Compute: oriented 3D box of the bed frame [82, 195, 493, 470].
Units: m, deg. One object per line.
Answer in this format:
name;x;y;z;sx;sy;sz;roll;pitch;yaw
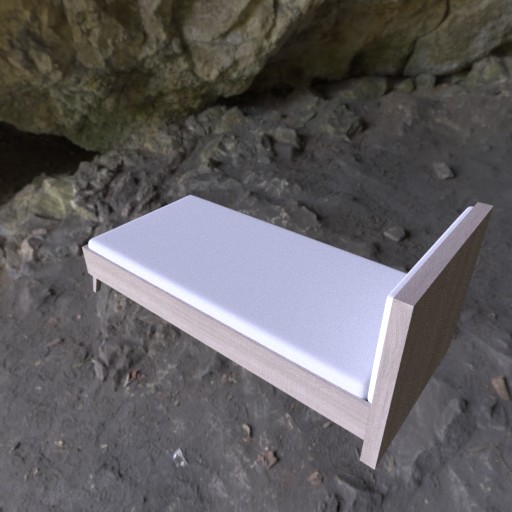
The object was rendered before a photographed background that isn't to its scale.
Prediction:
bed frame;0.000;0.000;2.617;2.140;0.920;0.990;23;39;32
